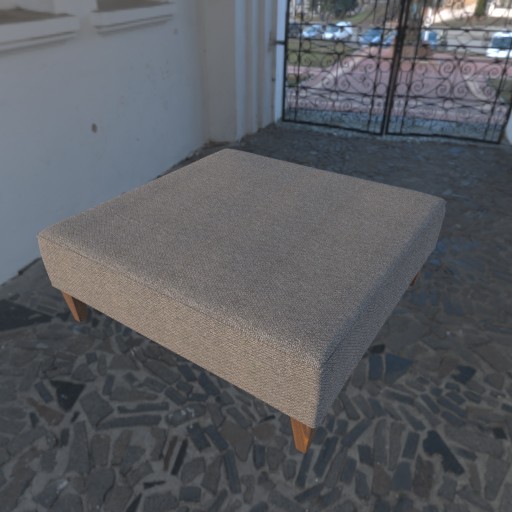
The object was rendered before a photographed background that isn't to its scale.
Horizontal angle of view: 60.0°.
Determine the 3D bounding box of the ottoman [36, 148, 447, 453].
[{"bbox_3d":[0.000,0.000,1.524,0.981,0.378,0.970,20,38,28],"label":"ottoman"}]
